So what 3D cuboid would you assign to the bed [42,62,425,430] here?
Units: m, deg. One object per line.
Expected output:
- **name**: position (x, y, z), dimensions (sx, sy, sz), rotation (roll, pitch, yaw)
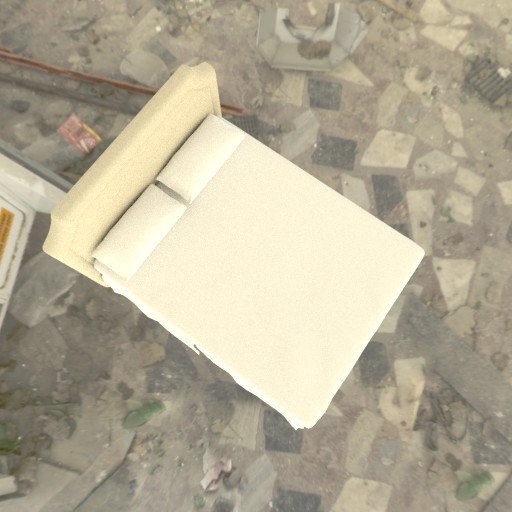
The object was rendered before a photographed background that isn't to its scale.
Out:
- **bed**: position (0.000, 0.000, 3.204), dimensions (2.116, 1.290, 1.693), rotation (35, 78, 8)
